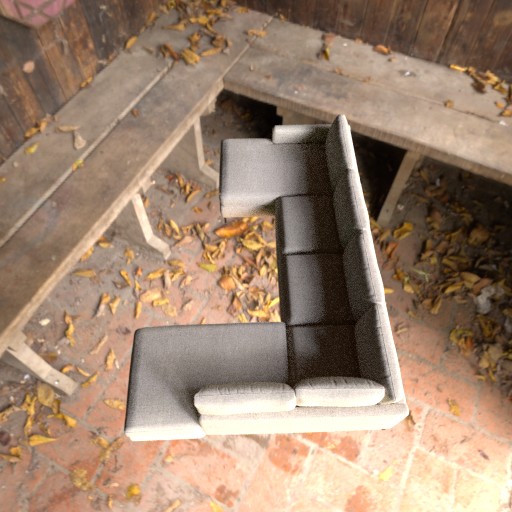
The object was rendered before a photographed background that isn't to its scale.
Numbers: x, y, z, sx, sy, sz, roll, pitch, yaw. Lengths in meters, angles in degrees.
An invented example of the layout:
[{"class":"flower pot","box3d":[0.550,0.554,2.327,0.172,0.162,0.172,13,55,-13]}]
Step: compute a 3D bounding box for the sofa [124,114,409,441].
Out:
[{"class":"sofa","box3d":[0.000,0.000,3.661,1.879,0.756,2.737,-2,58,-1]}]
